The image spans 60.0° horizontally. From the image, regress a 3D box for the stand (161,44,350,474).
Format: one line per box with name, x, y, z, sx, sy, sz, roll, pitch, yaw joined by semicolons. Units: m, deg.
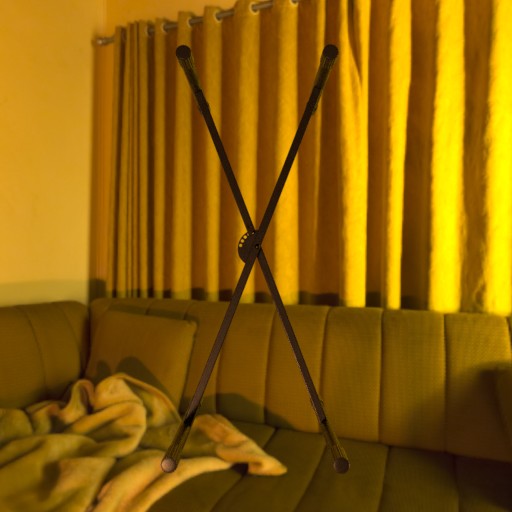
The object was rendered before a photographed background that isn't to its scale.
stand;0.000;0.000;1.181;0.409;0.940;0.449;0;0;0
